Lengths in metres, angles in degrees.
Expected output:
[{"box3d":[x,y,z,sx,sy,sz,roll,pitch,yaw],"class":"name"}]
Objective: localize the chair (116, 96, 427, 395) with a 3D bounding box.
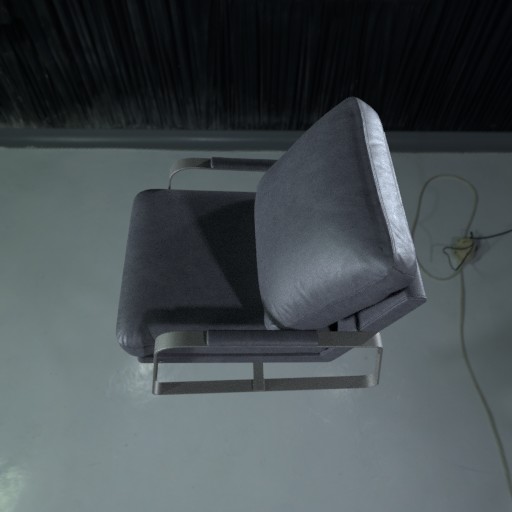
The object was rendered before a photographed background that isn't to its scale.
[{"box3d":[0.000,0.000,1.483,0.878,0.839,0.692,-2,59,-1],"class":"chair"}]
